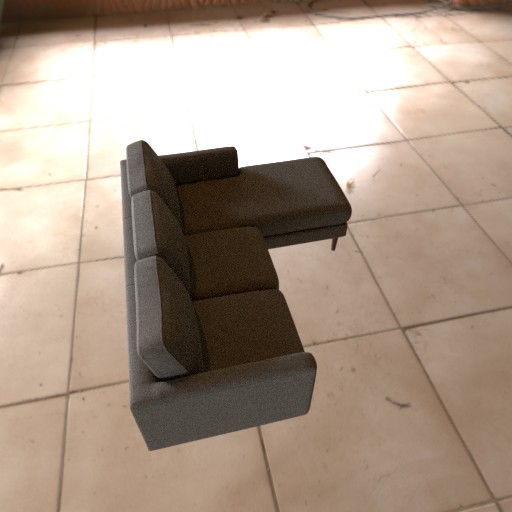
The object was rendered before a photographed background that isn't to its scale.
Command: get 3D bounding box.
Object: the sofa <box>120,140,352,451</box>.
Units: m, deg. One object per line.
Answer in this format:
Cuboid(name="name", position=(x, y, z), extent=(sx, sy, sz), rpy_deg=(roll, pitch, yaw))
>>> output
Cuboid(name="sofa", position=(0.000, 0.000, 2.994), extent=(1.667, 0.957, 2.055), rpy_deg=(-10, 47, -9))
